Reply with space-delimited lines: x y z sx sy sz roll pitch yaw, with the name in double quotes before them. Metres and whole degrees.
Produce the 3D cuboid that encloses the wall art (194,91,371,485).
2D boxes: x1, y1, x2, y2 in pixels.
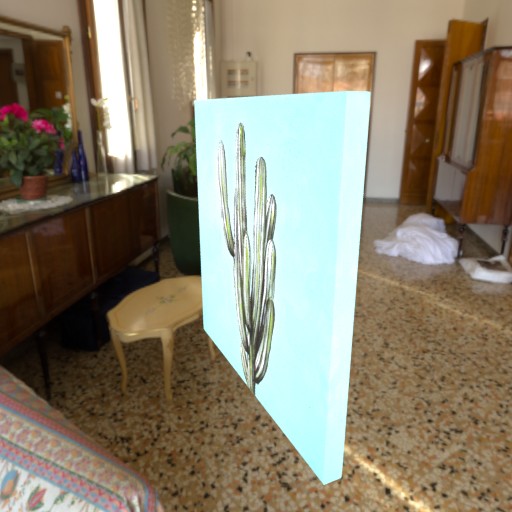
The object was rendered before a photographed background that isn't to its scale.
"wall art" 0.000 0.000 1.135 0.054 0.766 0.765 -8 20 -24
